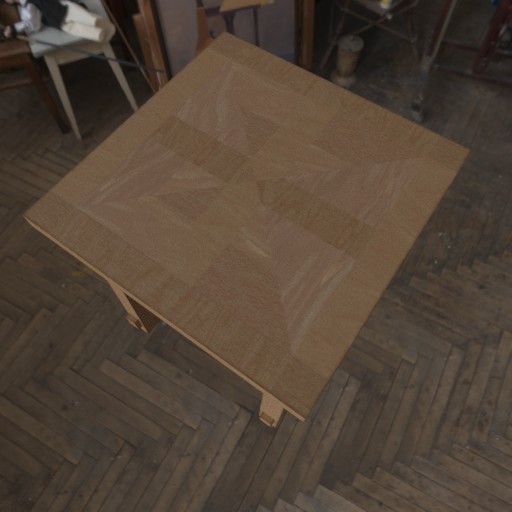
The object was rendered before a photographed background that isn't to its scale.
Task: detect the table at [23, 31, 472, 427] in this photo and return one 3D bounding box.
[{"bbox_3d":[0.000,0.000,1.125,0.610,0.638,0.612,32,68,15],"label":"table"}]
